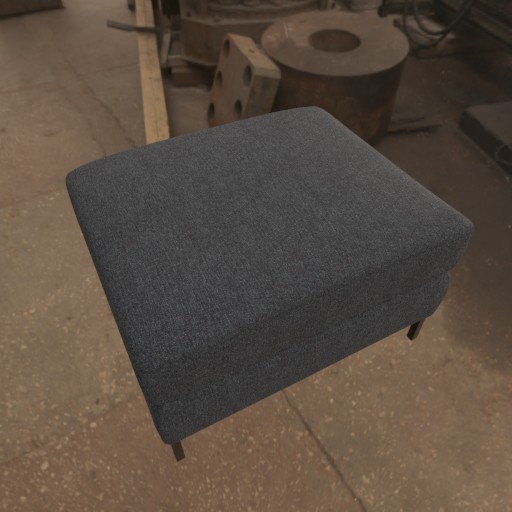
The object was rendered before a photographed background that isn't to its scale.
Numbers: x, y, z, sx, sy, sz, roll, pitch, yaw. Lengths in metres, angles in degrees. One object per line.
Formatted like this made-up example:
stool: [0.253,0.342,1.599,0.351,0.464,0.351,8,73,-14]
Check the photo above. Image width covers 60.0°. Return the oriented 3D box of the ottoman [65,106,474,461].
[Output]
ottoman: [0.000,0.000,1.262,0.831,0.533,0.695,-21,49,-19]
